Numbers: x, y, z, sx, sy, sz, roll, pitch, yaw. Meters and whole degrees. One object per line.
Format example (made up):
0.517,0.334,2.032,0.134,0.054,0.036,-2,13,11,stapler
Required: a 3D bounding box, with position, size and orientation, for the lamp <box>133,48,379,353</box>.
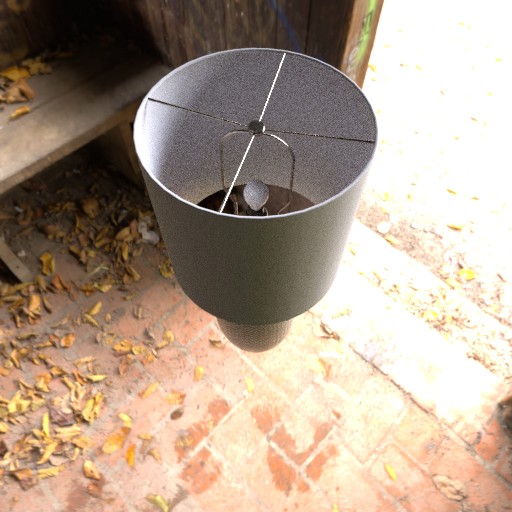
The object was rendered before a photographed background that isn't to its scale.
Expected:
0.000,0.000,0.585,0.217,0.453,0.217,13,59,8,lamp
